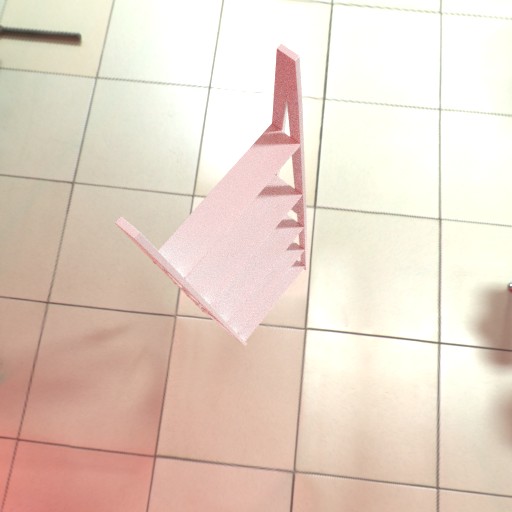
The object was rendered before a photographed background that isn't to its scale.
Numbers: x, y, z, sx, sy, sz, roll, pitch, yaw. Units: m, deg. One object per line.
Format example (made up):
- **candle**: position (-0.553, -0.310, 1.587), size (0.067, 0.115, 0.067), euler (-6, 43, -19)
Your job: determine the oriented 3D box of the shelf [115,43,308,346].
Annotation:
- **shelf**: position (0.000, 0.000, 1.934), size (0.341, 1.779, 0.636), euler (38, 79, 9)
